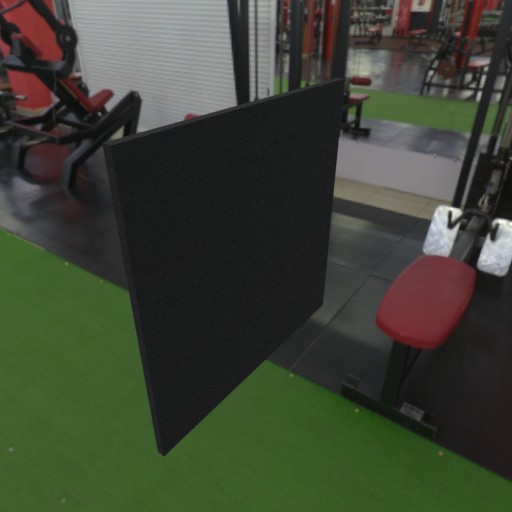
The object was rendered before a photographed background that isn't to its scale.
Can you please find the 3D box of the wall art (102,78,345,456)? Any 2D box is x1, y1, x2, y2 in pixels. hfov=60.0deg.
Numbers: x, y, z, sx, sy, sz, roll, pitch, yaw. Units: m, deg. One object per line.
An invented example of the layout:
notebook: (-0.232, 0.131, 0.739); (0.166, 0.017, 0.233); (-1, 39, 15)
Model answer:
wall art: (0.000, 0.000, 0.684); (0.013, 0.458, 0.456); (22, 37, 31)
